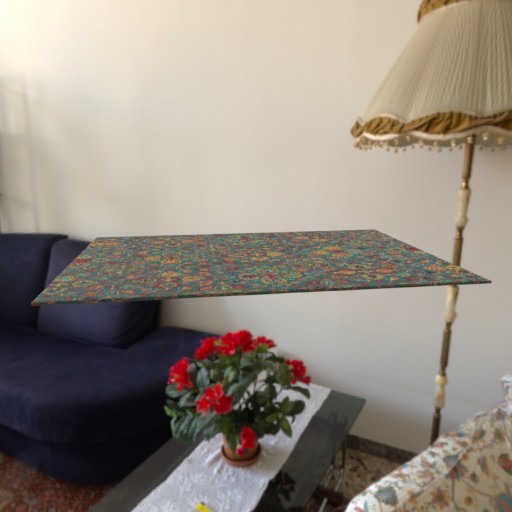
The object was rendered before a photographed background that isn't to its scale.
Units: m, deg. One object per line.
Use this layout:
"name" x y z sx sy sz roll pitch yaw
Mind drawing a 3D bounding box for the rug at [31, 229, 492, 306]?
"rug" 0.000 0.000 2.320 1.836 0.014 1.216 -2 14 -8
